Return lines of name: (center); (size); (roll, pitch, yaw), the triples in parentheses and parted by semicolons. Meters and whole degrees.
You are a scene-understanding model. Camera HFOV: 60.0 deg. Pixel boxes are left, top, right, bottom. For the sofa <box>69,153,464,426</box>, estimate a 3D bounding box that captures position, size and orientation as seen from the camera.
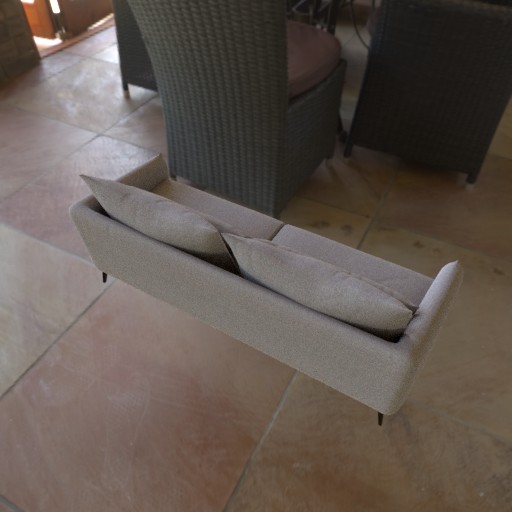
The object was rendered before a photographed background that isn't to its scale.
sofa: (0.000, 0.000, 2.410); (2.022, 0.833, 0.809); (23, 50, 21)
